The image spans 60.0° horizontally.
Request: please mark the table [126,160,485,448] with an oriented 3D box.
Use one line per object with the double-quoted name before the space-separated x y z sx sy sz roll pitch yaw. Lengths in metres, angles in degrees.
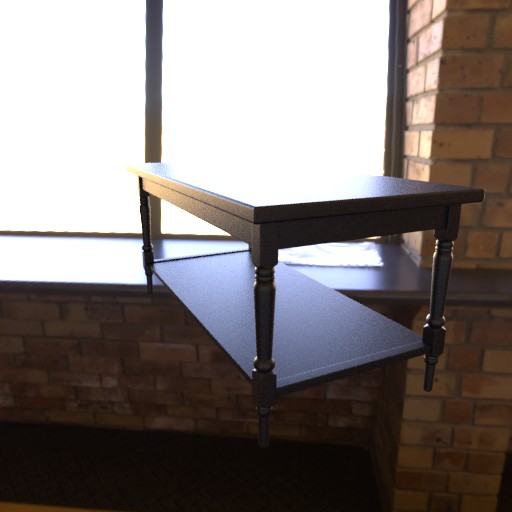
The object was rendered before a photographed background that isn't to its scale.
"table" 0.000 0.000 1.377 0.550 0.510 1.107 -8 17 -25
